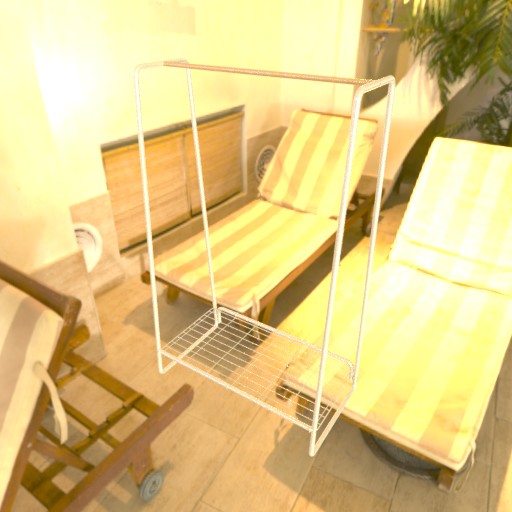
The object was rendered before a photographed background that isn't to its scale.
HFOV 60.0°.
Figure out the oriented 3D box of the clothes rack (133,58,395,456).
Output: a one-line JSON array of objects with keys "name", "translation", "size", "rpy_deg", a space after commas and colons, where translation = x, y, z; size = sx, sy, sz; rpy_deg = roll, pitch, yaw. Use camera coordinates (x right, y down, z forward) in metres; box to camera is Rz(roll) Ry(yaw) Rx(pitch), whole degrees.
[{"name": "clothes rack", "translation": [0.000, 0.000, 1.914], "size": [0.900, 1.500, 0.495], "rpy_deg": [18, 35, 29]}]
